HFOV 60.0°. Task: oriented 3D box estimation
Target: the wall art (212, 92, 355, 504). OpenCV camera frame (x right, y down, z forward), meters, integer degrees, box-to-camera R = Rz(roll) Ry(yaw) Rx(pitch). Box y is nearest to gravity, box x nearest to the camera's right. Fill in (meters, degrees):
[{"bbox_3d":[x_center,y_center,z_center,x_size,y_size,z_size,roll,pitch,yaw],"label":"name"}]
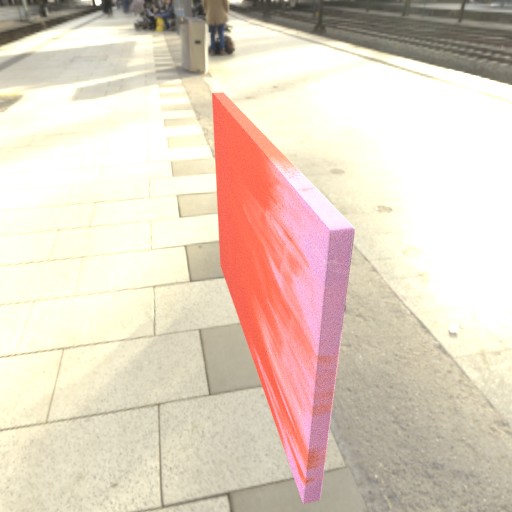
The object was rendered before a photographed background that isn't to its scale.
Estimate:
[{"bbox_3d":[0.000,0.000,1.098,0.040,0.609,0.913,-7,32,-12],"label":"wall art"}]
